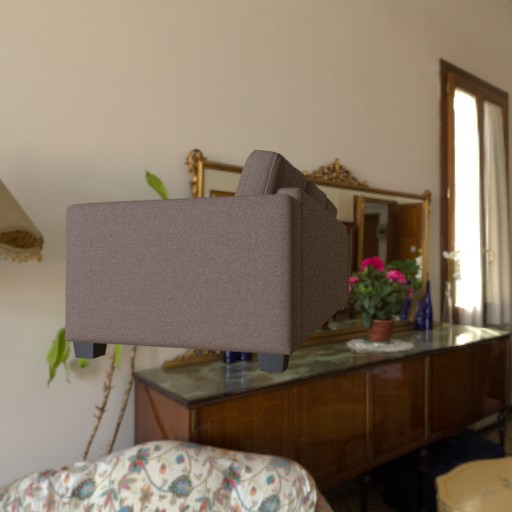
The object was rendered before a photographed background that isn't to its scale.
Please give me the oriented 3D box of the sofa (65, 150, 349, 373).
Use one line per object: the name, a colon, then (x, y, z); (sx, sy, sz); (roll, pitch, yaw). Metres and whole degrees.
sofa: (0.000, 0.000, 2.592); (0.900, 0.806, 2.160); (0, -1, 17)
